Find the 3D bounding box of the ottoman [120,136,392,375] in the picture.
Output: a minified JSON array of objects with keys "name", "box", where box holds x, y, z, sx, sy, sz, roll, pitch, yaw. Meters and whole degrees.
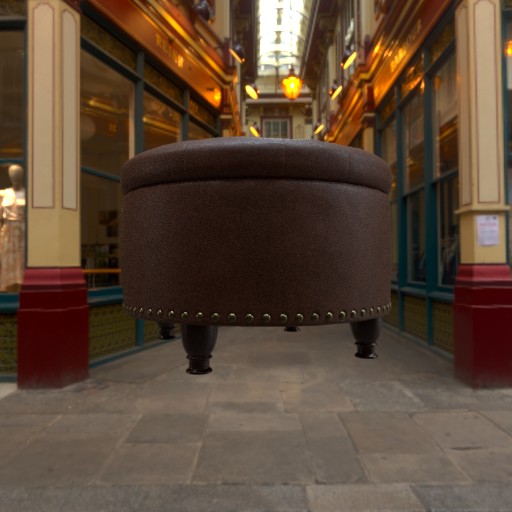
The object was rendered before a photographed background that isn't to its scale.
[{"name":"ottoman","box":[0.000,0.000,1.084,0.637,0.442,0.637,0,-1,0]}]
